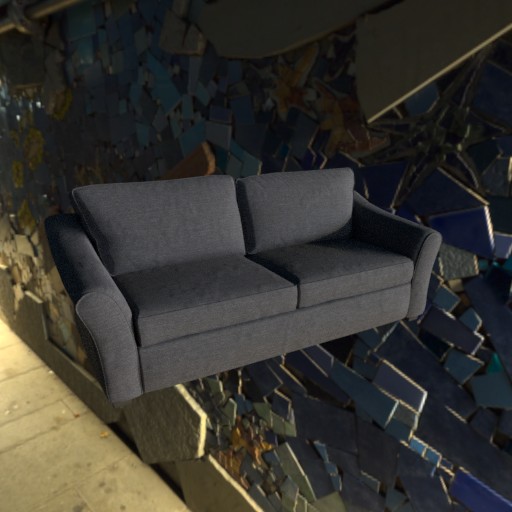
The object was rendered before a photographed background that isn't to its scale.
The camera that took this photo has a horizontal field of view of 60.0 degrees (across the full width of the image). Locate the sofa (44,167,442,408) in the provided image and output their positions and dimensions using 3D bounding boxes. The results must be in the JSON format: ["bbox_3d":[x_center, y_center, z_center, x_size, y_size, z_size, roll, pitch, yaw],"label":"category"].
[{"bbox_3d":[0.000,0.000,2.739,2.270,0.950,0.971,-9,20,-27],"label":"sofa"}]
